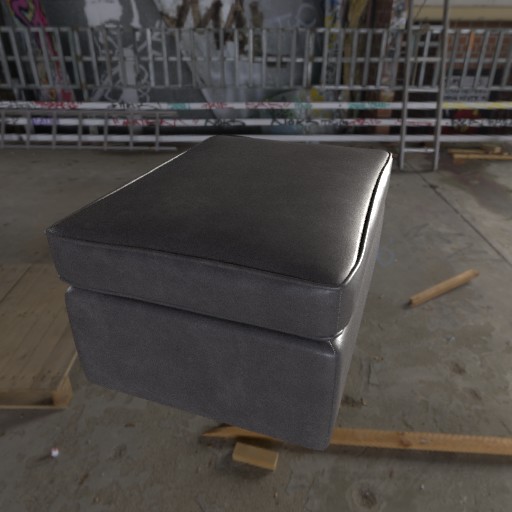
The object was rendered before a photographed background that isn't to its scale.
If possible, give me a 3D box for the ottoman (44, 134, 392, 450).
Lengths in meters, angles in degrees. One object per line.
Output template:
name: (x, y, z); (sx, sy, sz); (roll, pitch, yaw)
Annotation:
ottoman: (0.000, 0.000, 1.093); (0.554, 0.445, 0.756); (10, 30, 17)
